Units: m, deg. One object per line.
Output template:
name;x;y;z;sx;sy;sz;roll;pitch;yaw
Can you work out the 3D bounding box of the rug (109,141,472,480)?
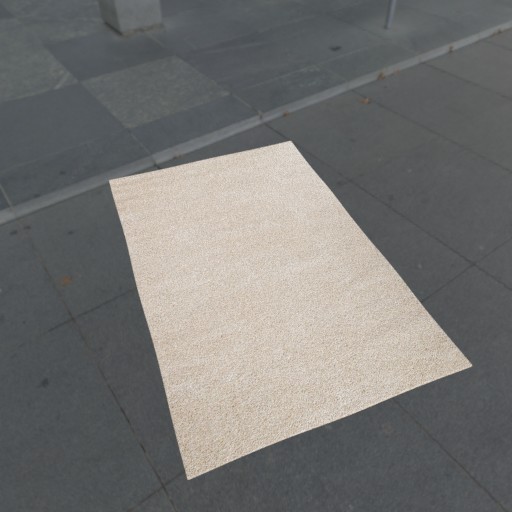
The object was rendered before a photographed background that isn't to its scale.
rug;0.000;0.000;3.364;1.800;0.025;2.699;-16;49;-14
